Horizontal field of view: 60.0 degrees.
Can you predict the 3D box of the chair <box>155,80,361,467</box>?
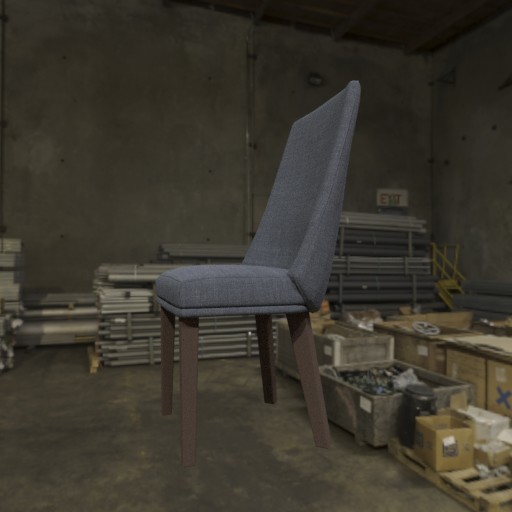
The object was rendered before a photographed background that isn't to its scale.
[{"bbox_3d":[0.000,0.000,1.378,0.577,1.050,0.510,0,-1,-19],"label":"chair"}]
